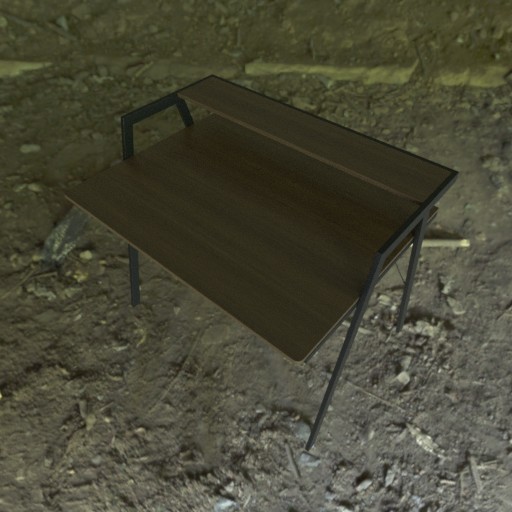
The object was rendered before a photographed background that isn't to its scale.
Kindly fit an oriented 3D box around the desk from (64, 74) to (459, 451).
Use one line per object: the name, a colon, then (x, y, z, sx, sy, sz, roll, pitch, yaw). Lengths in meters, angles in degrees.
desk: (0.000, 0.000, 1.887, 1.143, 0.998, 0.936, 32, 54, 27)
